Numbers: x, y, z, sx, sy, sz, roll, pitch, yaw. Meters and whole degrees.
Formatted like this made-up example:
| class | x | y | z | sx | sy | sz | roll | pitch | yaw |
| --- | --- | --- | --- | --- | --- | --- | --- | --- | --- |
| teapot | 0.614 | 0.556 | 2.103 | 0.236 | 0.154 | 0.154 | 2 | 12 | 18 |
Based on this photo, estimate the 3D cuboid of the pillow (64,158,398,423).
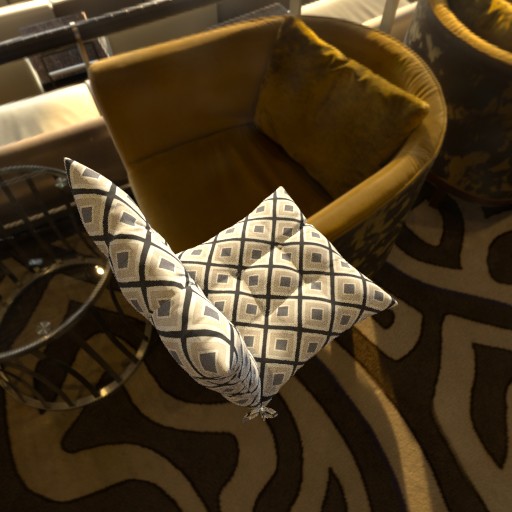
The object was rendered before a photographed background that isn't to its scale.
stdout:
| class | x | y | z | sx | sy | sz | roll | pitch | yaw |
| --- | --- | --- | --- | --- | --- | --- | --- | --- | --- |
| pillow | 0.000 | 0.000 | 1.010 | 0.585 | 0.536 | 0.541 | -33 | 65 | -18 |
